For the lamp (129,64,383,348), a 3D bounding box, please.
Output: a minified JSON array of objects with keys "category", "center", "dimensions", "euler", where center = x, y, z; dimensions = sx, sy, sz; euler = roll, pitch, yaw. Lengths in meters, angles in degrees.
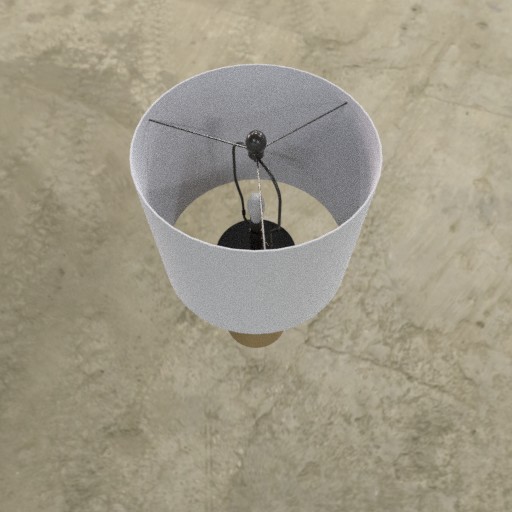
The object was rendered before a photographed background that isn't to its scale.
[{"category":"lamp","center":[0.000,0.000,0.767],"dimensions":[0.304,0.573,0.304],"euler":[-32,65,-17]}]
